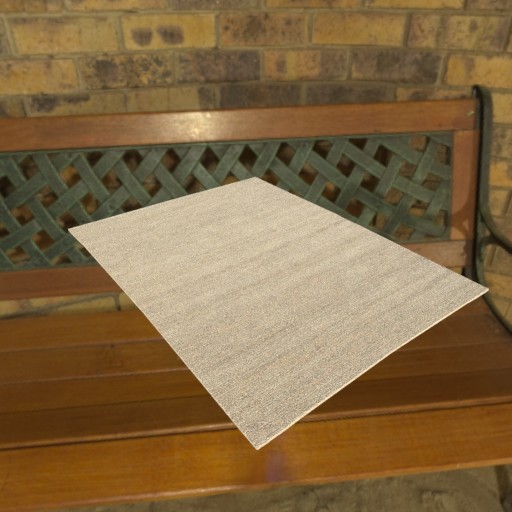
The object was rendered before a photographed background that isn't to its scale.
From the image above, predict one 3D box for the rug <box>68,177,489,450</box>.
[{"bbox_3d":[0.000,0.000,4.650,2.757,0.051,3.626,-22,37,-31],"label":"rug"}]
